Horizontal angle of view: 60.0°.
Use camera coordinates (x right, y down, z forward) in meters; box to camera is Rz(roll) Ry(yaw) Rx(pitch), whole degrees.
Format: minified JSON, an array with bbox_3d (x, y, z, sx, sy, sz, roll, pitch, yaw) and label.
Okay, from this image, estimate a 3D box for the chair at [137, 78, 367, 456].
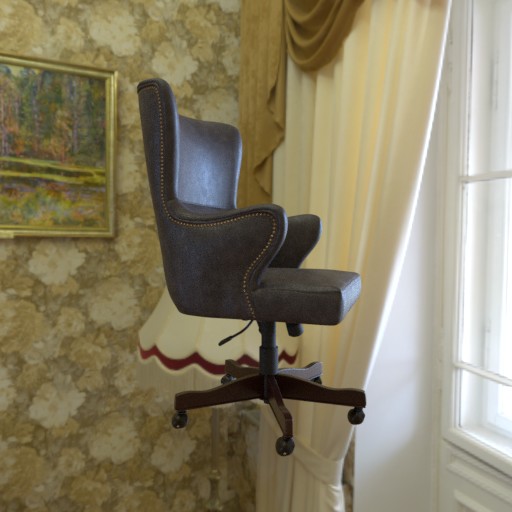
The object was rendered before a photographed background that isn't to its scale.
[{"bbox_3d":[0.000,0.000,1.462,0.717,1.037,0.594,1,2,18],"label":"chair"}]
